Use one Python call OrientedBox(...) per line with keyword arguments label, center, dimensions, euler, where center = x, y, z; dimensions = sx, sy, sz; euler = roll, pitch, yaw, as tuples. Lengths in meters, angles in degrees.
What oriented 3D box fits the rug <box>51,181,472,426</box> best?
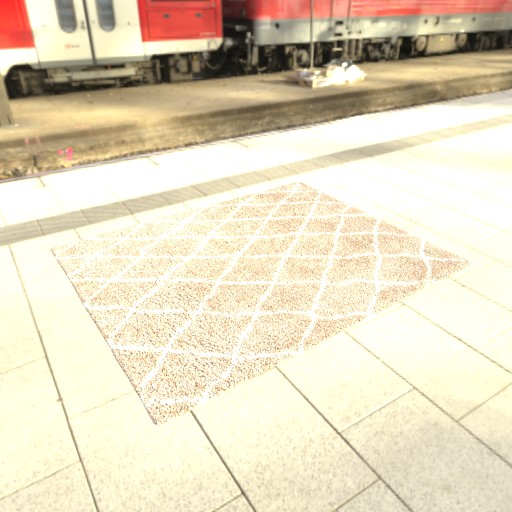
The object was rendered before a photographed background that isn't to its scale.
OrientedBox(label="rug", center=(0.000, 0.000, 4.072), dimensions=(3.047, 0.029, 2.438), euler=(-19, 36, -29))
